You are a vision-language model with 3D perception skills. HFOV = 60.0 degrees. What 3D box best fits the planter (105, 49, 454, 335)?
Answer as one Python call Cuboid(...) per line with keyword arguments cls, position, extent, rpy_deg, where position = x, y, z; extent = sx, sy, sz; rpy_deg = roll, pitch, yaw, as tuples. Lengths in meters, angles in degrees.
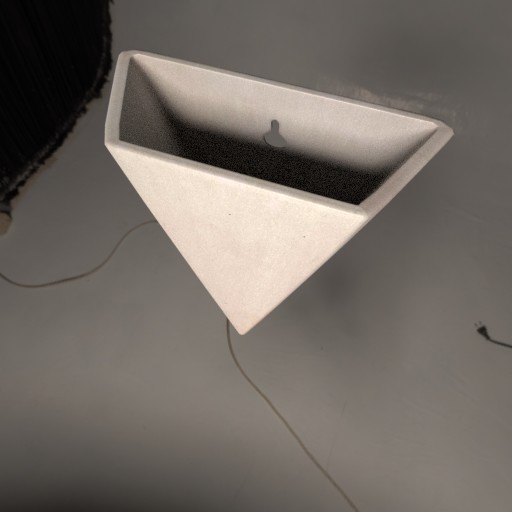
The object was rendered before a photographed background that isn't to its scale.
Cuboid(cls="planter", position=(0.000, 0.000, 0.260), extent=(0.150, 0.197, 0.060), rpy_deg=(17, 60, 10))
